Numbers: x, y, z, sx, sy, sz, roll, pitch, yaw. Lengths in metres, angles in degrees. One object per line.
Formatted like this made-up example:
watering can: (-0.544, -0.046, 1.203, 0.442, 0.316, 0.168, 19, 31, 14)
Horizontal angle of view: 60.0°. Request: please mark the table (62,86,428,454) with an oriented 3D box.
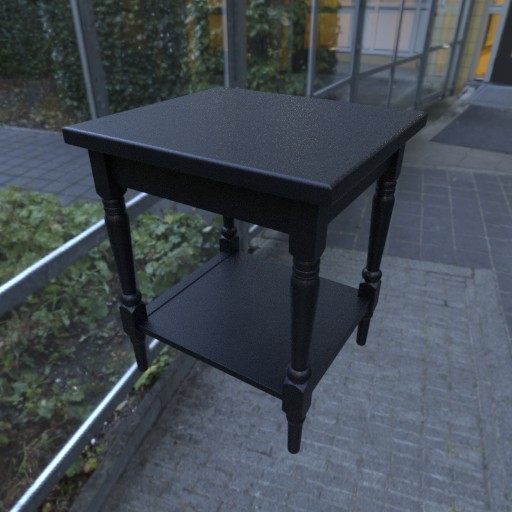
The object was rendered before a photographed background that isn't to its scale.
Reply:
table: (0.000, 0.000, 0.928, 0.488, 0.565, 0.442, 18, 35, 27)
